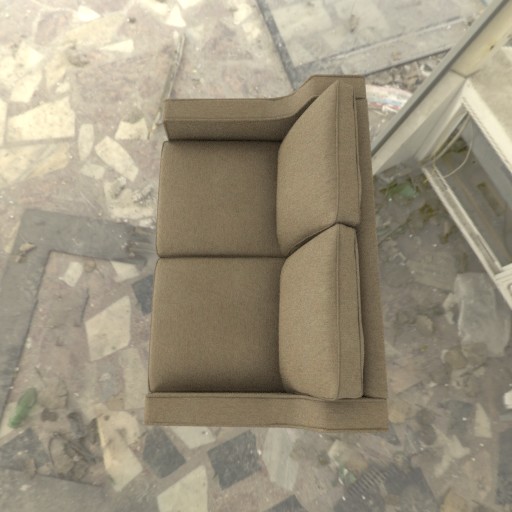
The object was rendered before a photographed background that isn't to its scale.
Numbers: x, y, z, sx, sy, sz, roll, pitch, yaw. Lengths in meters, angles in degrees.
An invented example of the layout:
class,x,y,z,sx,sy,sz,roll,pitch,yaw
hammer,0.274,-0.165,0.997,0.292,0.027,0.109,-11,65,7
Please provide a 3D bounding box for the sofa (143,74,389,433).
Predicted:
class,x,y,z,sx,sy,sz,roll,pitch,yaw
sofa,0.000,0.000,2.118,0.985,0.981,1.503,0,75,0
